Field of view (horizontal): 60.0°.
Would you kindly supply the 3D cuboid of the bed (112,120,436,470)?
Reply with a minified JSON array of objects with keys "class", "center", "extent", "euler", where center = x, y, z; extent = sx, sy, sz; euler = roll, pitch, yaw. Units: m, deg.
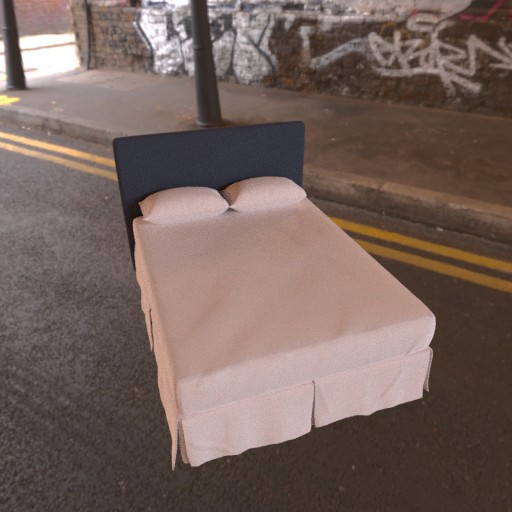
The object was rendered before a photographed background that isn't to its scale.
[{"class":"bed","center":[0.000,0.000,3.219],"extent":[1.713,1.330,2.162],"euler":[-10,33,-16]}]
